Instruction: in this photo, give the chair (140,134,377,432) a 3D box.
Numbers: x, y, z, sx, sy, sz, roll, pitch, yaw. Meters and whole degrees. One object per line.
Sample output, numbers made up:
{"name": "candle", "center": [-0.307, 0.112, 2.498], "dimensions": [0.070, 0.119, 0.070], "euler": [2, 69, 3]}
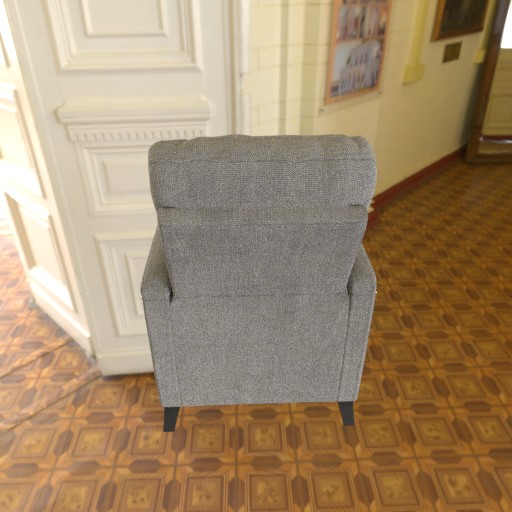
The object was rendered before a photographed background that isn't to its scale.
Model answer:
{"name": "chair", "center": [0.000, 0.000, 1.604], "dimensions": [0.710, 1.049, 0.922], "euler": [-1, 31, -2]}
